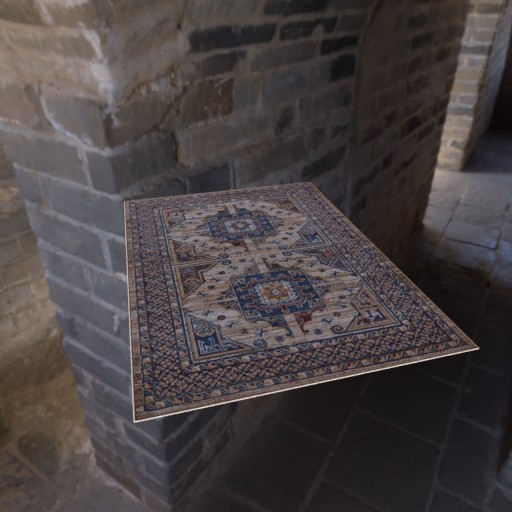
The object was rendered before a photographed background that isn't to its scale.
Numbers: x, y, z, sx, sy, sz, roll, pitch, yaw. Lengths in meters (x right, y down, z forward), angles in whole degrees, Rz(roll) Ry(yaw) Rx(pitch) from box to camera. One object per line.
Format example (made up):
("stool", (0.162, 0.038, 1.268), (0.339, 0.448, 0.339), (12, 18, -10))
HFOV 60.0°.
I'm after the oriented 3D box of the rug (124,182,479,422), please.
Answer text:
("rug", (0.000, 0.000, 2.860), (1.611, 0.008, 2.227), (-8, 32, -13))
